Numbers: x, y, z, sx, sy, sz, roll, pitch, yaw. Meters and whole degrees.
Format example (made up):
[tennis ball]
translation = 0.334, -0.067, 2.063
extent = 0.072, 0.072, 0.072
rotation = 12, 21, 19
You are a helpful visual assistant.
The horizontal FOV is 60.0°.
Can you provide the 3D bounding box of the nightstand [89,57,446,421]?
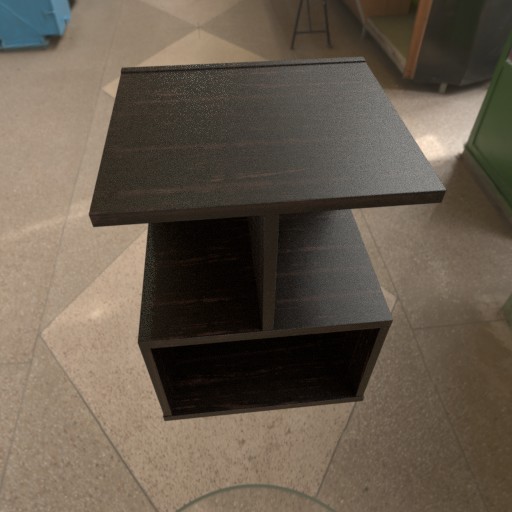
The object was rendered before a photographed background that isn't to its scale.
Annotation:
[nightstand]
translation = 0.000, 0.000, 0.814
extent = 0.400, 0.559, 0.356
rotation = -4, 47, -4
